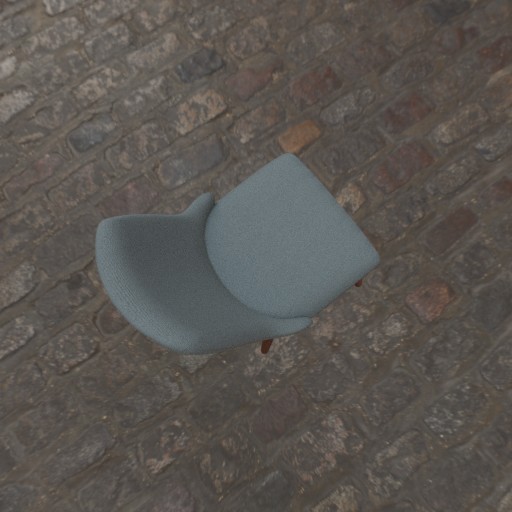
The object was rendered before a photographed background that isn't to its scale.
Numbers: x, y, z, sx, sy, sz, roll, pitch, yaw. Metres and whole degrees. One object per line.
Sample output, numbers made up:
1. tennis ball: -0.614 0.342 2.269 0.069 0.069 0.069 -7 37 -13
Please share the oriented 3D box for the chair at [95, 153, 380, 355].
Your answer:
1. chair: 0.000 0.000 1.361 0.707 0.918 0.535 -35 78 -9
